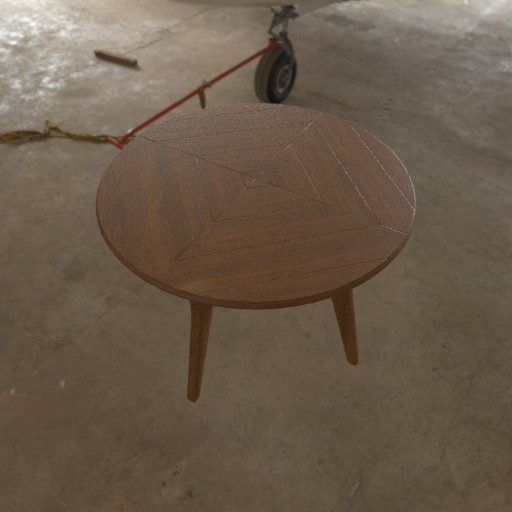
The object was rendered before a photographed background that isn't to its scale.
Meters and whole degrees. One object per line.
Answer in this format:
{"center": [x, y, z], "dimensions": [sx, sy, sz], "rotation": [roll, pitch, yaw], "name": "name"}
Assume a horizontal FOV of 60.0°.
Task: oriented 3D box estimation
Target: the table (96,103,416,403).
{"center": [0.000, 0.000, 1.766], "dimensions": [1.055, 0.757, 1.055], "rotation": [0, 47, 0], "name": "table"}
